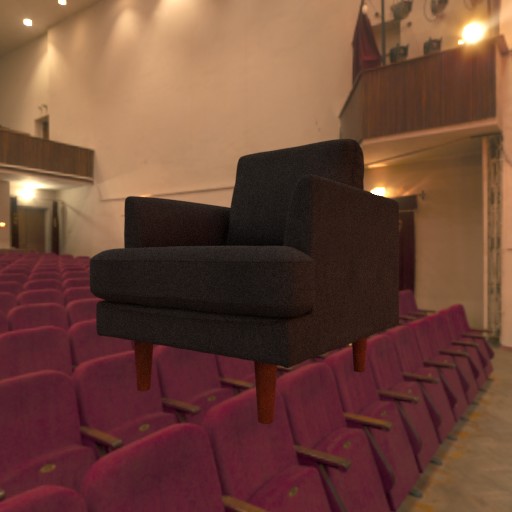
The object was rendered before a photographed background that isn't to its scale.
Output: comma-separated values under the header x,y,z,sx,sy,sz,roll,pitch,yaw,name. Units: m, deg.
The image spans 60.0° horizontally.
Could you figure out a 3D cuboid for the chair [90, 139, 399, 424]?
x,y,z,sx,sy,sz,roll,pitch,yaw,name
0.000,0.000,1.686,0.858,0.957,0.899,0,0,35,chair
